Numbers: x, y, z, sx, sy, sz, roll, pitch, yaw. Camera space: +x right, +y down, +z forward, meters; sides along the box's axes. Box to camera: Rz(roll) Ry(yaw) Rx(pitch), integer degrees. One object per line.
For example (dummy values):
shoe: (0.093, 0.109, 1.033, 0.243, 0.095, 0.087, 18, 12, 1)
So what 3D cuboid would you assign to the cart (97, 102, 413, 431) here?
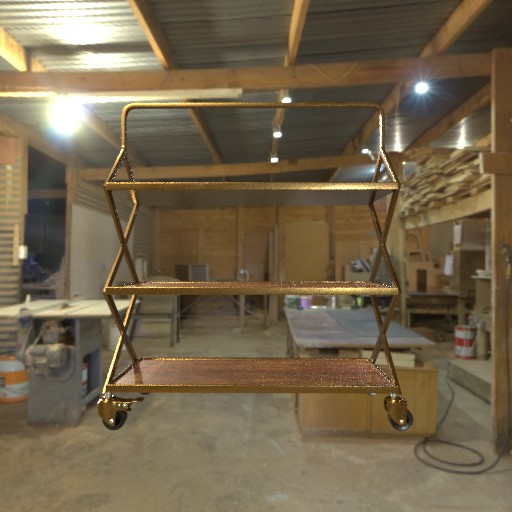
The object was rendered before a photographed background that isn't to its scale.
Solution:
cart: (0.000, 0.000, 1.163, 0.723, 0.805, 0.313, 0, -1, 1)
